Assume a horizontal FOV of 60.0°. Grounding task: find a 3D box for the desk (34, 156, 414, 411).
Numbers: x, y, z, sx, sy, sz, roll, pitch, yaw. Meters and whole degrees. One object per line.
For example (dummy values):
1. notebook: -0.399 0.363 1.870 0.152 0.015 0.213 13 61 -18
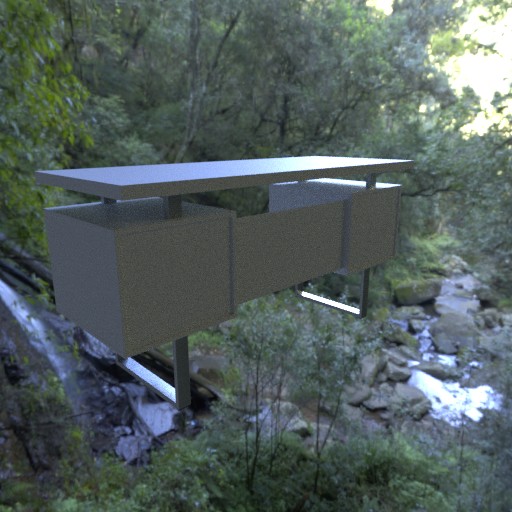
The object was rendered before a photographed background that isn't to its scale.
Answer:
1. desk: 0.000 0.000 1.919 1.530 0.773 0.603 -15 21 -42
